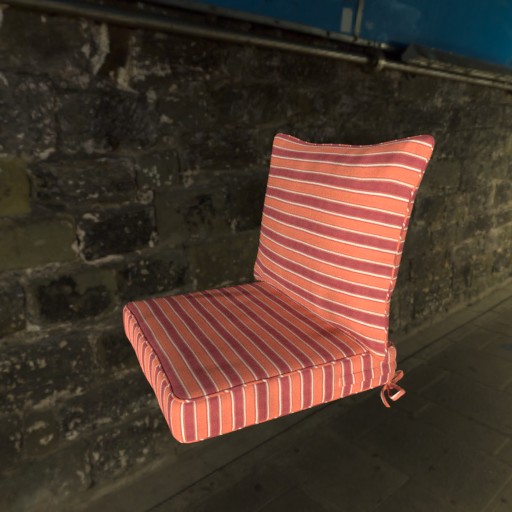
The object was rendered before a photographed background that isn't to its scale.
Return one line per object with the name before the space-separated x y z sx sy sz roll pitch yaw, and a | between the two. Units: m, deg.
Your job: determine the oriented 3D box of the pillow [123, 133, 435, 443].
pillow | 0.000 0.000 1.362 0.733 0.723 0.799 -7 17 -25
